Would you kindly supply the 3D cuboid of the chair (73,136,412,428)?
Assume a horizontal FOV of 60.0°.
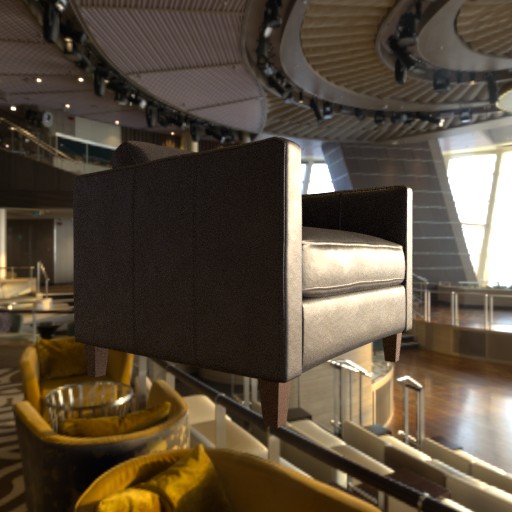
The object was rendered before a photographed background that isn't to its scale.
[{"bbox_3d":[0.000,0.000,1.598,0.862,0.811,0.939,0,0,37],"label":"chair"}]
